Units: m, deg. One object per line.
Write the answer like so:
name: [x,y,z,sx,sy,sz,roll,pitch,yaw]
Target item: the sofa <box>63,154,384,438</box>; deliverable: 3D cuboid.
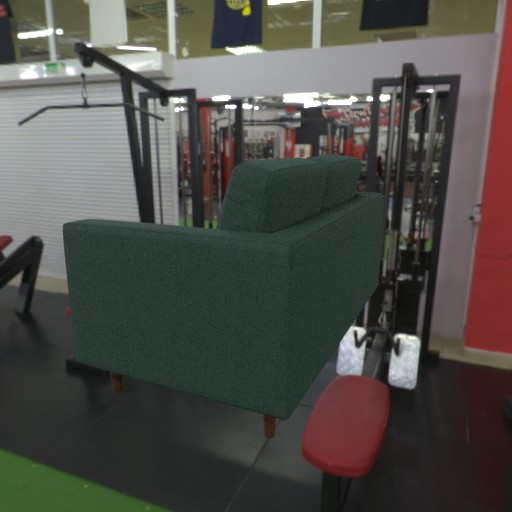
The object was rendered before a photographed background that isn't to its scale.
sofa: [0.000,0.000,2.029,0.879,0.899,1.430,7,15,25]
